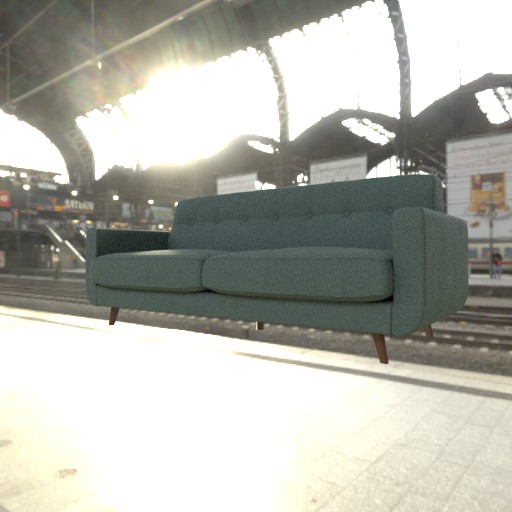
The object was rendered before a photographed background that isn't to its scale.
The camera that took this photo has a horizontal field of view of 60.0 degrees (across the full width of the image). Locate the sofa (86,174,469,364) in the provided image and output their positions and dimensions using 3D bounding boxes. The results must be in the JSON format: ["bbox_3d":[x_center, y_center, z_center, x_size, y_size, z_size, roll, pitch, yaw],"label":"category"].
[{"bbox_3d":[0.000,0.000,2.480,2.029,0.841,0.909,0,0,35],"label":"sofa"}]
